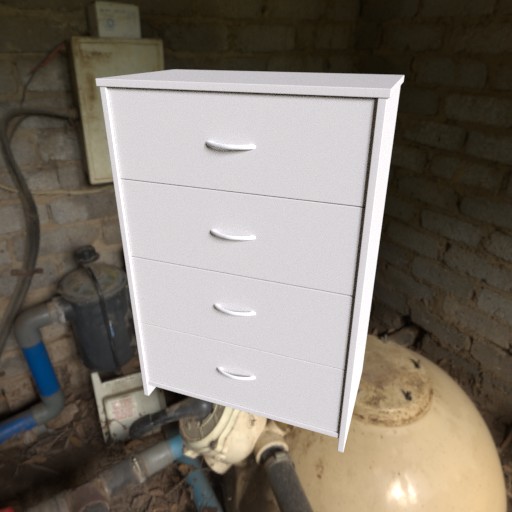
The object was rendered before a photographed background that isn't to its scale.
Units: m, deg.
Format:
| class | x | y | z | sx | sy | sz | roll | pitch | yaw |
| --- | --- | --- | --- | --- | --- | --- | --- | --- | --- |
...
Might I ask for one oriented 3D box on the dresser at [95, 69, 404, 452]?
| class | x | y | z | sx | sy | sz | roll | pitch | yaw |
| --- | --- | --- | --- | --- | --- | --- | --- | --- | --- |
| dresser | 0.000 | 0.000 | 1.359 | 0.704 | 1.021 | 0.401 | 9 | 28 | 18 |
